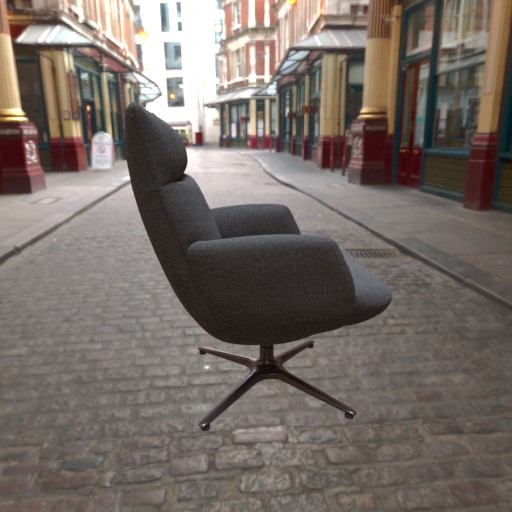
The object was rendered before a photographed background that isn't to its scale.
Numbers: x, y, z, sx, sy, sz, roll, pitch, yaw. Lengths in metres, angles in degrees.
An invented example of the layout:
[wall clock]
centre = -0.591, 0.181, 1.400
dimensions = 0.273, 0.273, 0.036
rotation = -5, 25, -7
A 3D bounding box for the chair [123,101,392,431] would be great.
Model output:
[chair]
centre = 0.000, 0.000, 1.559
dimensions = 0.831, 0.984, 0.702
rotation = -2, 15, -7
